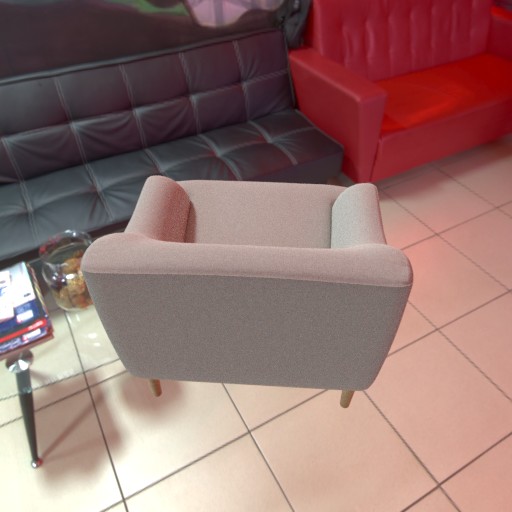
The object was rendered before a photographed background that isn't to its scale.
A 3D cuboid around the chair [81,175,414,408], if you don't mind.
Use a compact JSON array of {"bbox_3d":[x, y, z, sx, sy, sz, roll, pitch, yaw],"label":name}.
[{"bbox_3d":[0.000,0.000,1.644,0.946,0.818,0.951,3,44,3],"label":"chair"}]
